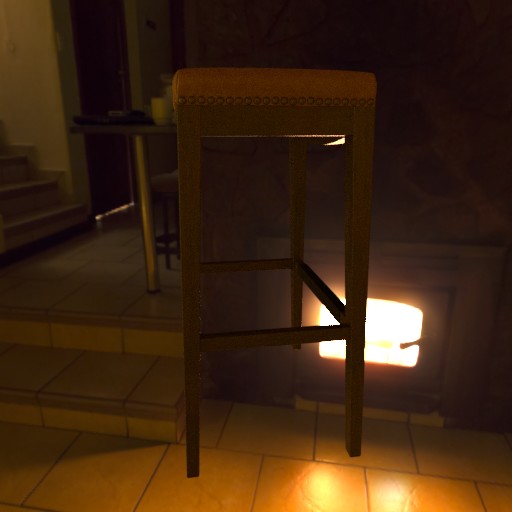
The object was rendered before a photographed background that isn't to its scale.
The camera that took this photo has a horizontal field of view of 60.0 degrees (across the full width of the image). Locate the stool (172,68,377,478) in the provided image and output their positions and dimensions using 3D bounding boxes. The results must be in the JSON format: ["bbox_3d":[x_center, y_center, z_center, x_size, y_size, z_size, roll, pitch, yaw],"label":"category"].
[{"bbox_3d":[0.000,0.000,1.031,0.361,0.759,0.500,-3,16,-9],"label":"stool"}]
